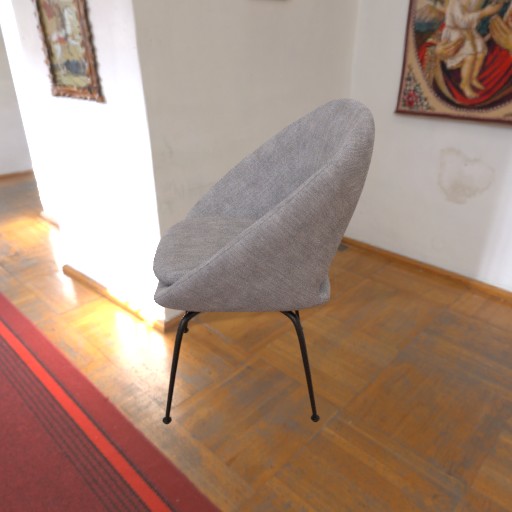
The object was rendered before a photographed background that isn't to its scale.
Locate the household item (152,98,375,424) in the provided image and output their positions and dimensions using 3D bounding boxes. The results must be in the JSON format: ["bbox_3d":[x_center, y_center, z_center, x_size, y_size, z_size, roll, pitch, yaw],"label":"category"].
[{"bbox_3d":[0.000,0.000,1.320,0.587,0.869,0.643,0,27,-1],"label":"household item"}]
